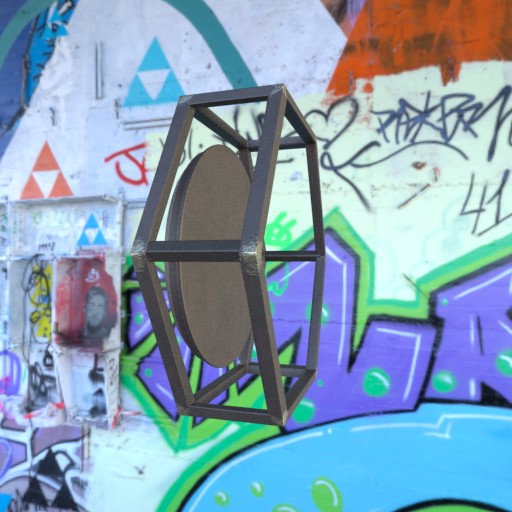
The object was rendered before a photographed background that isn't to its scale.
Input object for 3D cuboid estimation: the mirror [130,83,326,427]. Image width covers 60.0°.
[{"bbox_3d":[0.000,0.000,0.542,0.119,0.334,0.380,0,-1,17],"label":"mirror"}]
